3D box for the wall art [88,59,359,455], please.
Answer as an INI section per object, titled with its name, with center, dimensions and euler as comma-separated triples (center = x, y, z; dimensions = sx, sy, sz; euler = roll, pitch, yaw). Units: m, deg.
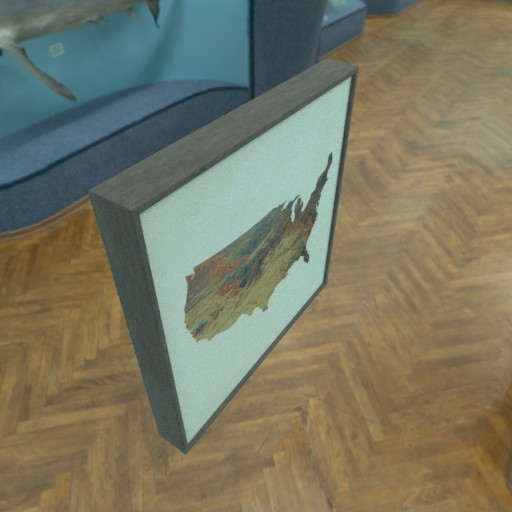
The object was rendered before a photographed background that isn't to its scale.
[wall art]
center = 0.000, 0.000, 0.453
dimensions = 0.038, 0.302, 0.303
euler = 25, 47, 26
